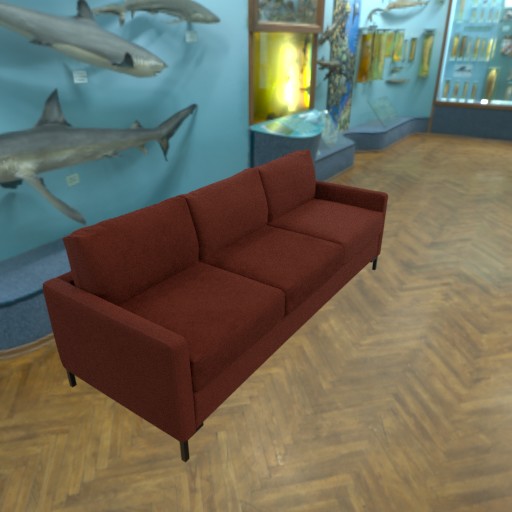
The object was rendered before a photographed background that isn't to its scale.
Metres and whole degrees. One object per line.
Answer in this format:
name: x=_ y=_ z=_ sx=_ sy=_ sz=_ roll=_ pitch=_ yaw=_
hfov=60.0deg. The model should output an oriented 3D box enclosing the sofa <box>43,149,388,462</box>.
sofa: x=0.000 y=0.000 z=2.708 sx=0.875 sy=0.879 sz=2.252 roll=17 pitch=31 yaw=31
